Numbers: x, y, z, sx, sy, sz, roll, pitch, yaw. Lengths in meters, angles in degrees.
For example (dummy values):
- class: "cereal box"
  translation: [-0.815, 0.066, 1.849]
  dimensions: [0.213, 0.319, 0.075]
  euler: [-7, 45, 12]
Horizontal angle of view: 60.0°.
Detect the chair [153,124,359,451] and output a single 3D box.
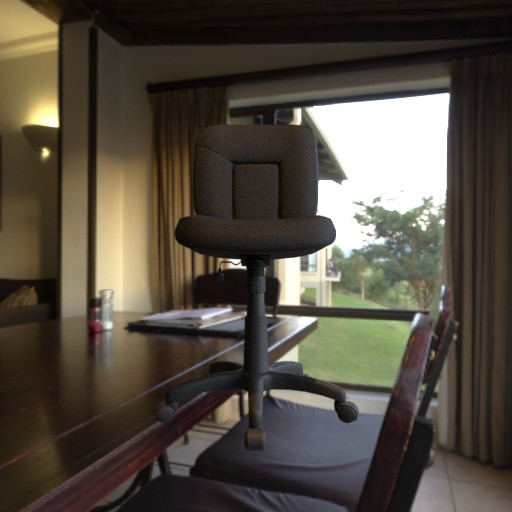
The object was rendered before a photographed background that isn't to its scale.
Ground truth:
- class: "chair"
  translation: [0.000, 0.000, 1.386]
  dimensions: [0.610, 0.972, 0.610]
  euler: [0, 0, 0]
